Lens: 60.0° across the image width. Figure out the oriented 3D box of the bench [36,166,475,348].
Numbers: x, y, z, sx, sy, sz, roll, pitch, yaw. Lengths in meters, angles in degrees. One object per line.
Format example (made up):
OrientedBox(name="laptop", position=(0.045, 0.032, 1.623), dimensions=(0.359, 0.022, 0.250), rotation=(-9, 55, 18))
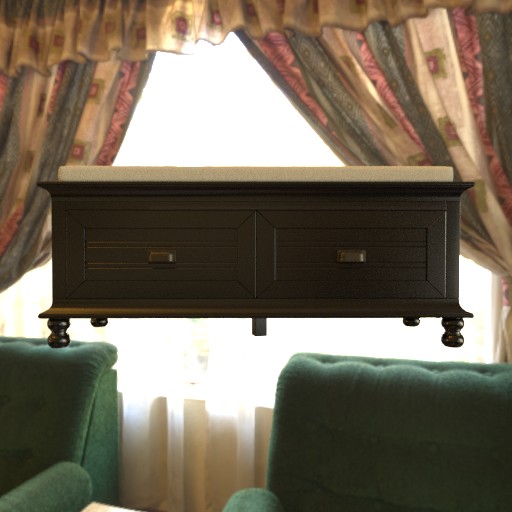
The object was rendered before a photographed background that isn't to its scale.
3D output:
OrientedBox(name="bench", position=(0.000, 0.000, 1.400), dimensions=(1.185, 0.501, 0.402), rotation=(0, 1, 0))
